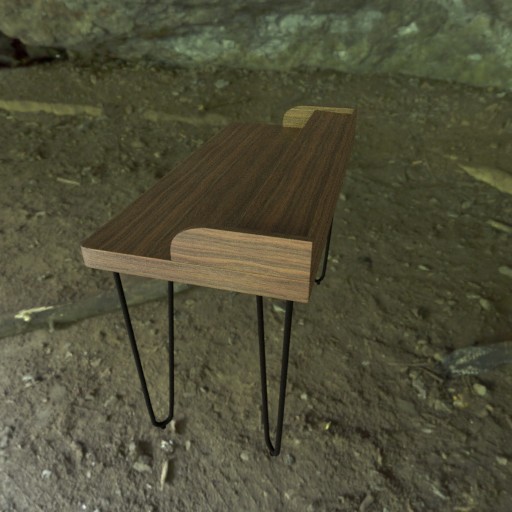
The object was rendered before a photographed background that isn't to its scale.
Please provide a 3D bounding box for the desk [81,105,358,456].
[{"bbox_3d":[0.000,0.000,1.665,0.565,0.854,1.200,8,32,13],"label":"desk"}]
